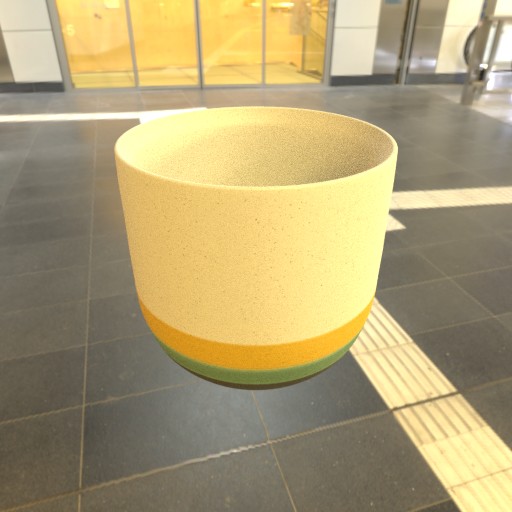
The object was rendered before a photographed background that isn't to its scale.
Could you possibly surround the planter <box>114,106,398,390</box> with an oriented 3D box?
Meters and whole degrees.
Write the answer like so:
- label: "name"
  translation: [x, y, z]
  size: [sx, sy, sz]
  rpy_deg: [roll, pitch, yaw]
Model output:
- label: "planter"
  translation: [0.000, 0.000, 0.499]
  size: [0.268, 0.270, 0.268]
  rpy_deg: [0, 31, 0]
